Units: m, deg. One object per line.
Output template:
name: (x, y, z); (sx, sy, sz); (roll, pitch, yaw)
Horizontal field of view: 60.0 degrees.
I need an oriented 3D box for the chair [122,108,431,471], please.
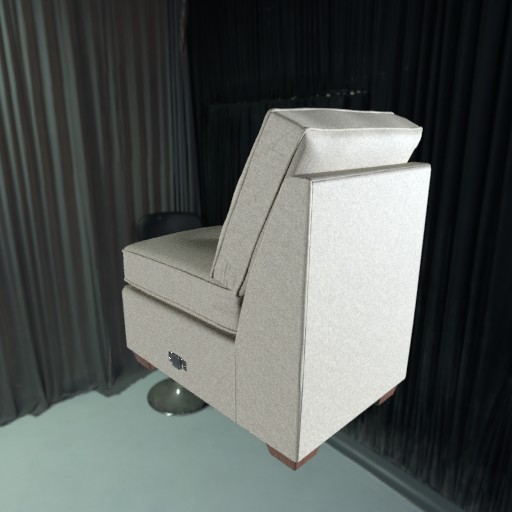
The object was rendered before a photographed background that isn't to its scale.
chair: (0.000, 0.000, 1.710); (0.674, 1.058, 1.020); (-15, 22, -42)
